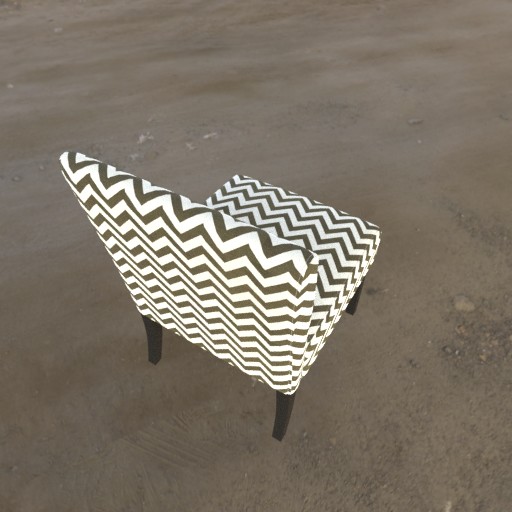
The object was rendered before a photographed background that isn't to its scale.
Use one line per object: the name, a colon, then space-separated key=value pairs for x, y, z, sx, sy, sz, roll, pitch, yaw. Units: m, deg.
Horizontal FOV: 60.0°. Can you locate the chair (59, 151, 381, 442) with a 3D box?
chair: x=0.000 y=0.000 z=1.292 sx=0.589 sy=0.838 sz=0.648 roll=24 pitch=51 yaw=21
